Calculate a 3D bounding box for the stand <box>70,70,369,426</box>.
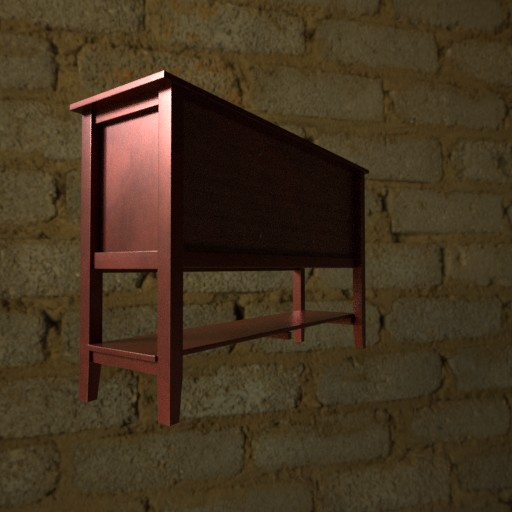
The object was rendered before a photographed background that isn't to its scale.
[{"bbox_3d":[0.000,0.000,1.741,0.410,0.872,1.362,-1,-2,35],"label":"stand"}]
